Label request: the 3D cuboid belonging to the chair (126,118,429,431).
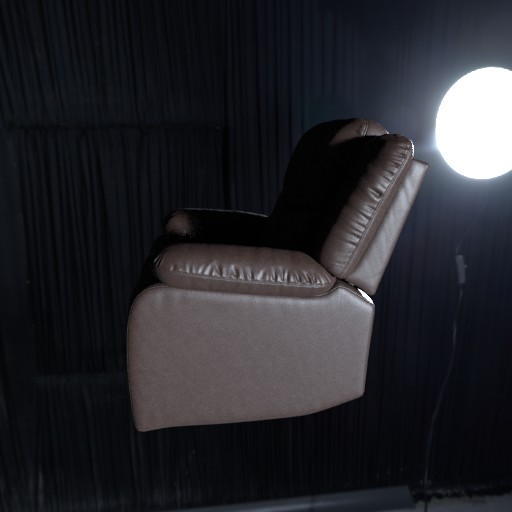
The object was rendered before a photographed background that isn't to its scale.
[{"bbox_3d":[0.000,0.000,1.706,0.934,1.009,0.899,-2,15,-8],"label":"chair"}]
